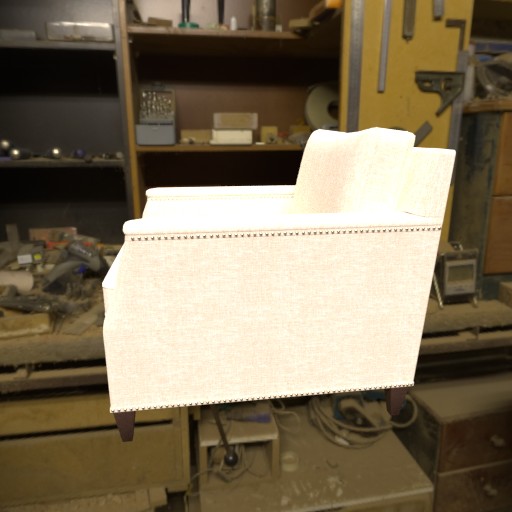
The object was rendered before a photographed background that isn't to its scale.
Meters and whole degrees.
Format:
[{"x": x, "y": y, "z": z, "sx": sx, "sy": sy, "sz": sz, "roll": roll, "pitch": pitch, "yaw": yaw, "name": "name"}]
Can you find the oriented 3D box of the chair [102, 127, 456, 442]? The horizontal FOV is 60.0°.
[{"x": 0.000, "y": 0.000, "z": 1.698, "sx": 1.041, "sy": 0.940, "sz": 0.838, "roll": -2, "pitch": 16, "yaw": -8, "name": "chair"}]
